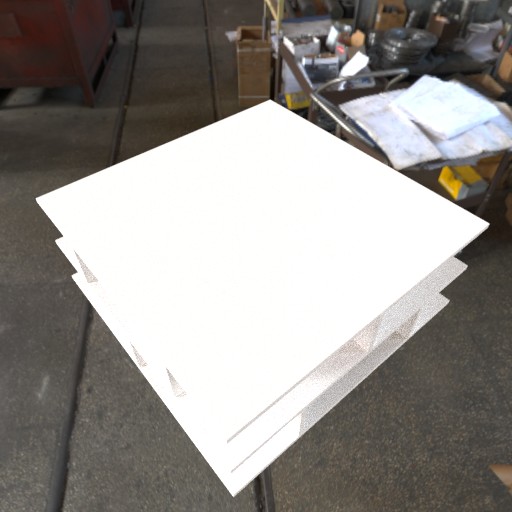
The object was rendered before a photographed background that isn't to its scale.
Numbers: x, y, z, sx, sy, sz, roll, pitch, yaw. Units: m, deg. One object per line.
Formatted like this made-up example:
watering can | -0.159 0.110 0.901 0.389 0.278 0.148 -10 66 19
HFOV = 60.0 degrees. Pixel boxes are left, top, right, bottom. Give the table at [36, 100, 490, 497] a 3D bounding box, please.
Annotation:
table | 0.000 0.000 1.069 0.700 0.289 0.700 -32 54 -26
